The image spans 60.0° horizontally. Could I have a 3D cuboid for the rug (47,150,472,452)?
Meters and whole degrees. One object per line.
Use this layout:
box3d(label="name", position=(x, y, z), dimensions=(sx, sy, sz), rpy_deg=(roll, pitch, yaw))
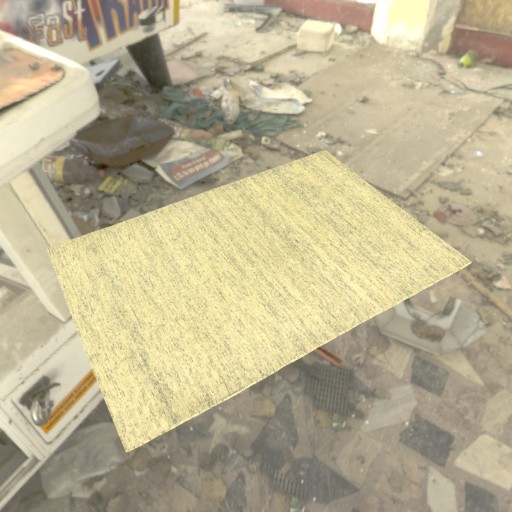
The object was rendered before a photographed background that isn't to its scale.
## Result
box3d(label="rug", position=(0.000, 0.000, 2.824), dimensions=(2.263, 0.017, 1.523), rpy_deg=(-23, 50, -21))
